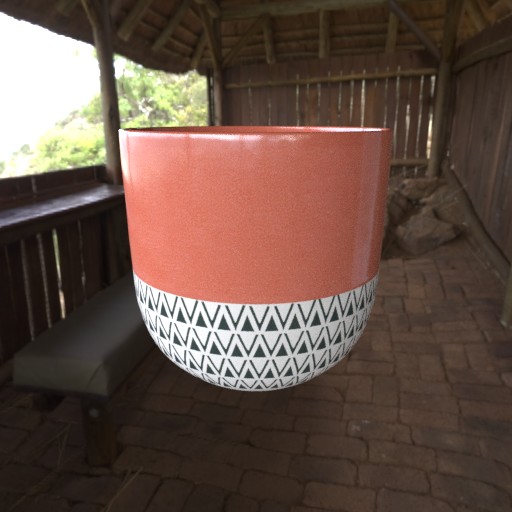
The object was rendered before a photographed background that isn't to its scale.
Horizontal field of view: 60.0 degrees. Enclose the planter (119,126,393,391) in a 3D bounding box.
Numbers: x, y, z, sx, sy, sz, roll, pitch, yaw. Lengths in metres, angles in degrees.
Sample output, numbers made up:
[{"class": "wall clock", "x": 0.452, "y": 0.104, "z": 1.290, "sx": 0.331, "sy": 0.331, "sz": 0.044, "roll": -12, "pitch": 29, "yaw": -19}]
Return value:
[{"class": "planter", "x": 0.000, "y": 0.000, "z": 0.487, "sx": 0.266, "sy": 0.270, "sz": 0.266, "roll": 0, "pitch": 17, "yaw": 0}]
